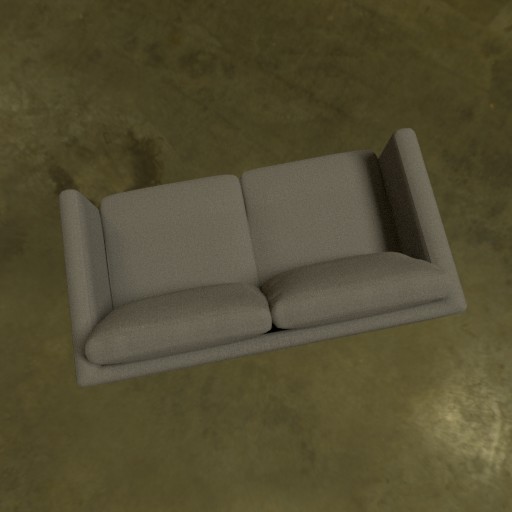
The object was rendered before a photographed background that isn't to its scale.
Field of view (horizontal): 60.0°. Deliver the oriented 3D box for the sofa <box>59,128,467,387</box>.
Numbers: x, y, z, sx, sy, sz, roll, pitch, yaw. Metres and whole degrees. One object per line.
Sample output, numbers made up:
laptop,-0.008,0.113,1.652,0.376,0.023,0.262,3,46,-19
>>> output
sofa,0.000,0.000,2.218,1.713,0.866,0.940,-11,77,-2
